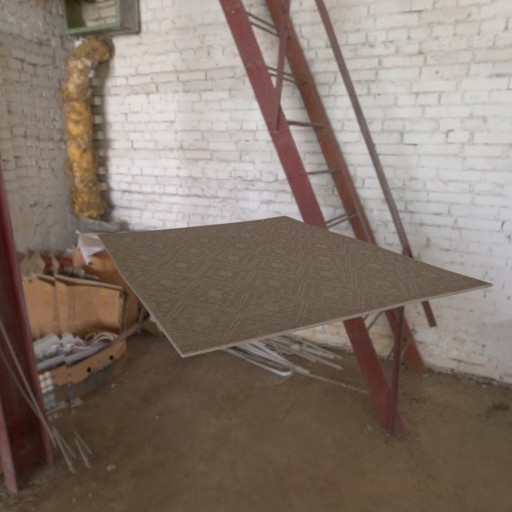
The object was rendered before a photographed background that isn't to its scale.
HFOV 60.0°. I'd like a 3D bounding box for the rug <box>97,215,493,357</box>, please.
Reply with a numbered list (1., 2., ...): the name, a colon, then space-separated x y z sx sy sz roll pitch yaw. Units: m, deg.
1. rug: 0.000 0.000 4.035 2.399 0.054 3.011 -8 17 -26
